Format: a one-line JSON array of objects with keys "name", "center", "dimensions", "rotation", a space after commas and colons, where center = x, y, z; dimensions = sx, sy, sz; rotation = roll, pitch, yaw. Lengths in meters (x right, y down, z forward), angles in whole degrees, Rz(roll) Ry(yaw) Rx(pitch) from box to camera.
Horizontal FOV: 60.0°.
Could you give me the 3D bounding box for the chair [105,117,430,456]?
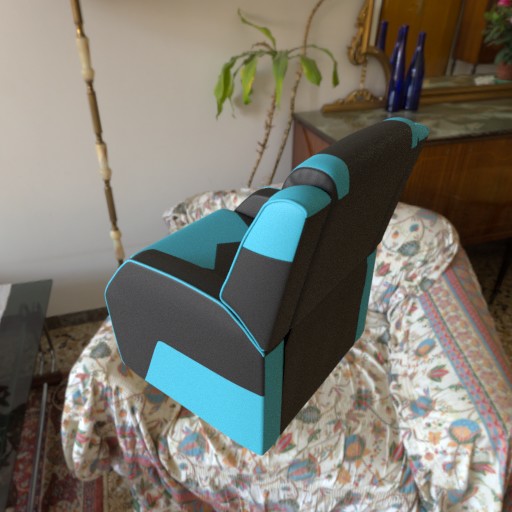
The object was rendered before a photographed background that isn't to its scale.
[{"name": "chair", "center": [0.000, 0.000, 1.281], "dimensions": [0.672, 0.805, 0.620], "rotation": [21, 37, 31]}]
